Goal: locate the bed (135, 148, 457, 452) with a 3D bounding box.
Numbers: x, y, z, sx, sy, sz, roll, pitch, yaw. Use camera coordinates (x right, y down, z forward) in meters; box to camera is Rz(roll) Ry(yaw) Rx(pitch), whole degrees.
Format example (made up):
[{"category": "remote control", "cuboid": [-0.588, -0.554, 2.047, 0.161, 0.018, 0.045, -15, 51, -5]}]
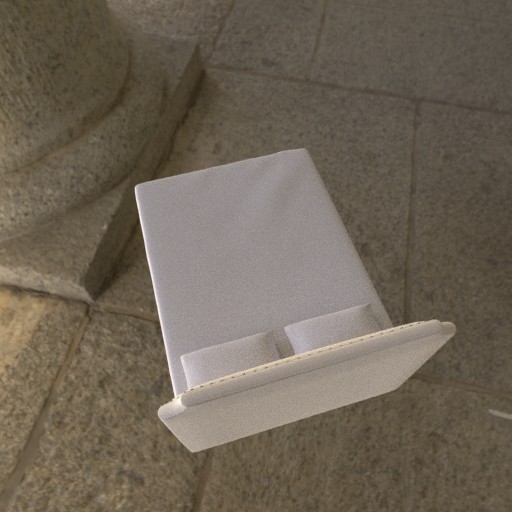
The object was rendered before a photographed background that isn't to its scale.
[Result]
[{"category": "bed", "cuboid": [0.000, 0.000, 3.475, 1.712, 1.497, 2.372, -14, 60, -8]}]
